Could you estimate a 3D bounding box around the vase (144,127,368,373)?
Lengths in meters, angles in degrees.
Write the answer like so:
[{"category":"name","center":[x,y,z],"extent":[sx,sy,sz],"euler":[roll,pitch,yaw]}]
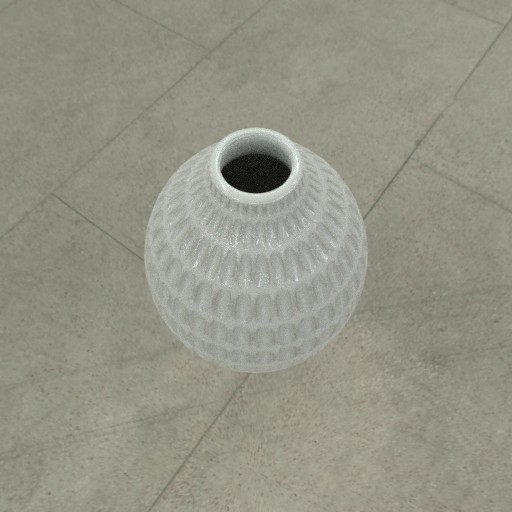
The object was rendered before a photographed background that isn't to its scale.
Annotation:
[{"category":"vase","center":[0.000,0.000,0.330],"extent":[0.162,0.223,0.162],"euler":[0,64,0]}]
